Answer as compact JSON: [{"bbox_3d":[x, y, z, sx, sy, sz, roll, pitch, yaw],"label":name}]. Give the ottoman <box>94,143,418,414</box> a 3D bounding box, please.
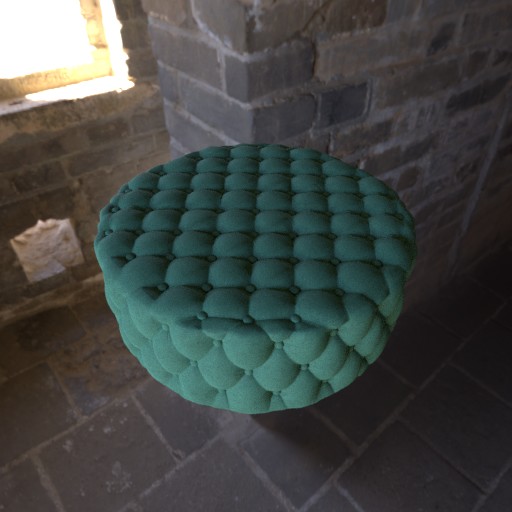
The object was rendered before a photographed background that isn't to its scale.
[{"bbox_3d":[0.000,0.000,1.505,0.998,0.399,0.998,0,41,0],"label":"ottoman"}]
